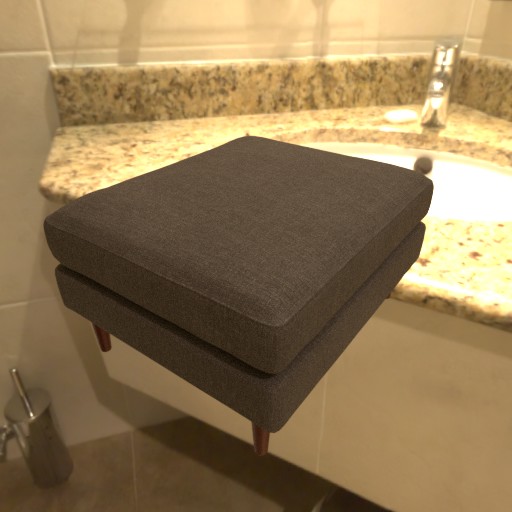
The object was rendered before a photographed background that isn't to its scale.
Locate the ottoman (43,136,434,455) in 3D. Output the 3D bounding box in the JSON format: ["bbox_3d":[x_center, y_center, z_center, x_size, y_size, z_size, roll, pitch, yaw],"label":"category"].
[{"bbox_3d":[0.000,0.000,1.243,0.693,0.474,0.821,21,37,30],"label":"ottoman"}]
